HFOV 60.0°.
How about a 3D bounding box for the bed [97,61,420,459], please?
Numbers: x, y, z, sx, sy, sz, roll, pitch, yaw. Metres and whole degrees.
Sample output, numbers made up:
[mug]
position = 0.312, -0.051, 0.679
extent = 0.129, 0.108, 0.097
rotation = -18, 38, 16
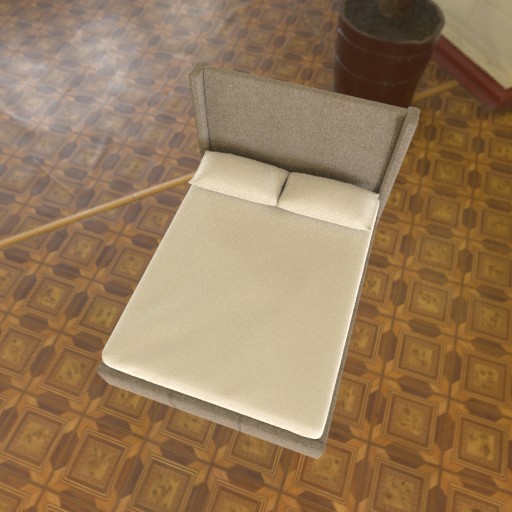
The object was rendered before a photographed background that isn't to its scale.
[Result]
[bed]
position = 0.000, 0.000, 3.354
extent = 1.714, 1.481, 2.245
rotation = 16, 60, 10
